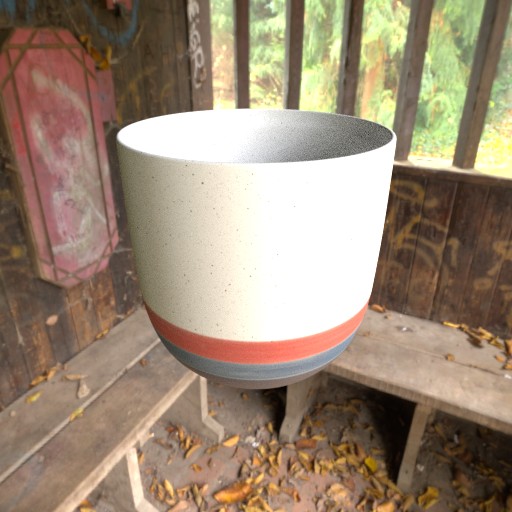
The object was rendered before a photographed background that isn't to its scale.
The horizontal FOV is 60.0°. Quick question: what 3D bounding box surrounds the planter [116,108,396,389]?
[{"bbox_3d":[0.000,0.000,0.381,0.204,0.214,0.204,0,27,0],"label":"planter"}]
